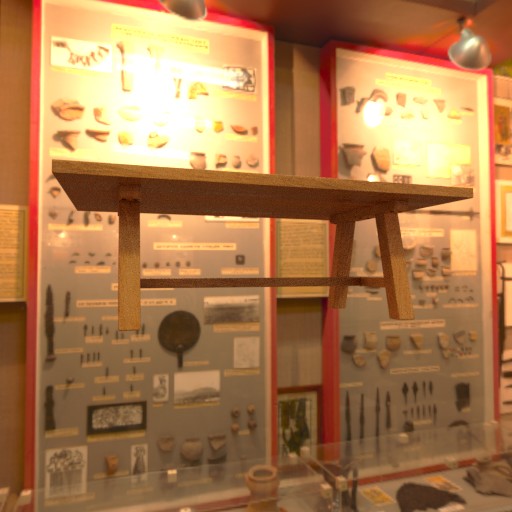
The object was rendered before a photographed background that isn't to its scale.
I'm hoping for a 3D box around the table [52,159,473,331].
[{"bbox_3d":[0.000,0.000,1.673,1.320,0.455,0.760,1,-2,-17],"label":"table"}]
